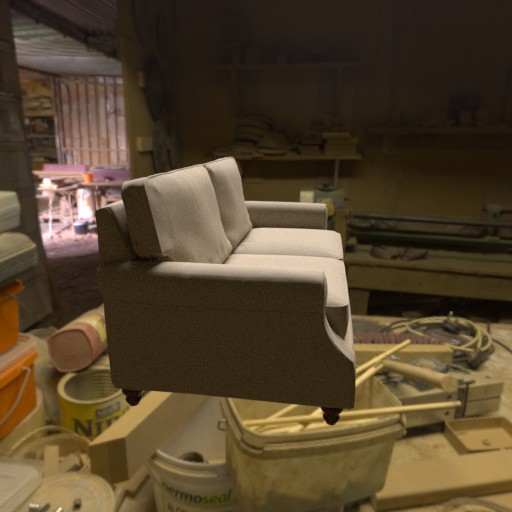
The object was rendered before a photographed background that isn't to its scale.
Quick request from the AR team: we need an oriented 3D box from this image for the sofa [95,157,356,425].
[{"bbox_3d":[0.000,0.000,2.294,0.964,0.937,1.665,2,16,9],"label":"sofa"}]
